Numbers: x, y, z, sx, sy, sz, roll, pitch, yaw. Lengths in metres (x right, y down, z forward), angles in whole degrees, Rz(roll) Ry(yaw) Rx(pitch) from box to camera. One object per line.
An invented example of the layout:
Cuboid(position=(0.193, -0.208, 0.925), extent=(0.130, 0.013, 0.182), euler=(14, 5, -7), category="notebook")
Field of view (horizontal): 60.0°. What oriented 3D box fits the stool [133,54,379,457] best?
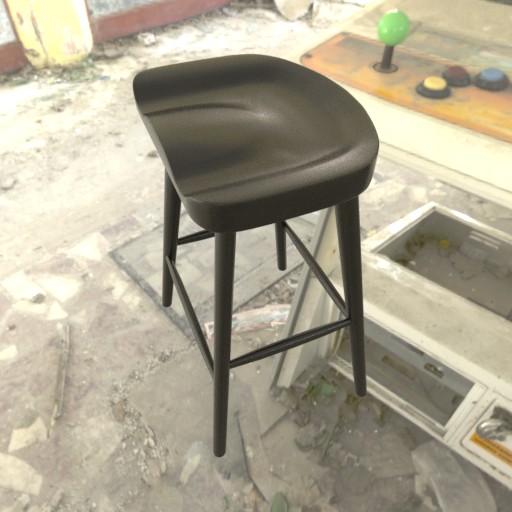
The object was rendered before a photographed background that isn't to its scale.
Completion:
Cuboid(position=(0.000, 0.000, 0.863), extent=(0.361, 0.615, 0.440), euler=(-17, 48, -16), category="stool")
